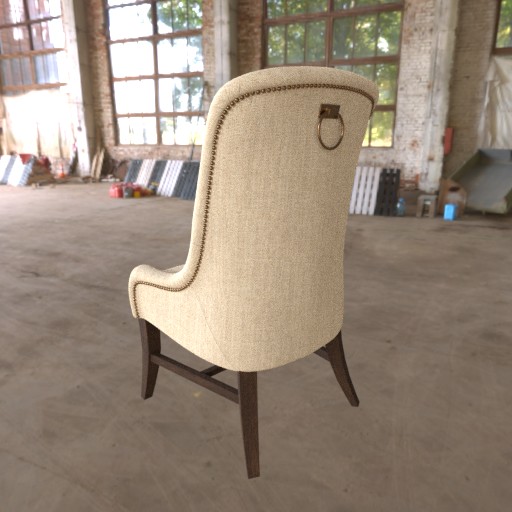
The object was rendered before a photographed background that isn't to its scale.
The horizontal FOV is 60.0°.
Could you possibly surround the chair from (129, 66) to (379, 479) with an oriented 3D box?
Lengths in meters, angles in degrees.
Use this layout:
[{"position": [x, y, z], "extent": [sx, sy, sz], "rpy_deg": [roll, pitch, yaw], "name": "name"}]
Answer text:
[{"position": [0.000, 0.000, 1.453], "extent": [0.634, 1.091, 0.629], "rpy_deg": [-14, 21, -41], "name": "chair"}]
